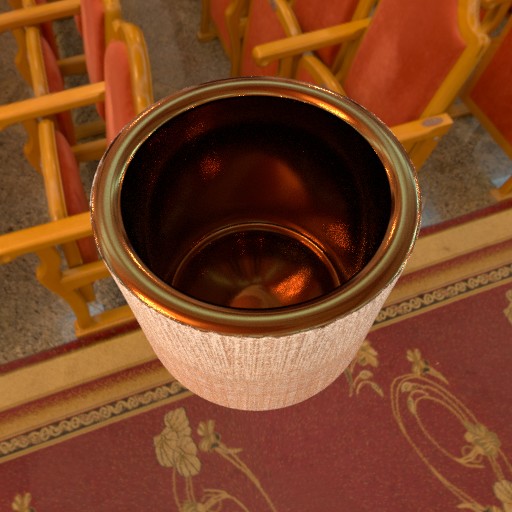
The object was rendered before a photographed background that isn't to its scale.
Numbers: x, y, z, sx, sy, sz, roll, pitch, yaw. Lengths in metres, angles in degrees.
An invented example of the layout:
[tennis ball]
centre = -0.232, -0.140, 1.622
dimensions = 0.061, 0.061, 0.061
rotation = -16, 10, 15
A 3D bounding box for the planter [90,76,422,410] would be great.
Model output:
[planter]
centre = 0.000, 0.000, 0.302
dimensions = 0.177, 0.157, 0.177
rotation = 0, 59, 0
